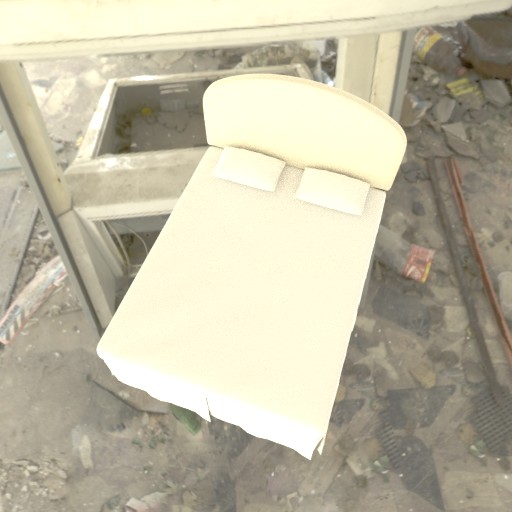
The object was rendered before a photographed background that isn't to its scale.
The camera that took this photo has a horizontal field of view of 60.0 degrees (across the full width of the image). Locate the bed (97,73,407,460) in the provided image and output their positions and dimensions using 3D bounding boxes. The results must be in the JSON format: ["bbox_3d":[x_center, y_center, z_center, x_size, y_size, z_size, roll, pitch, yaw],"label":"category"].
[{"bbox_3d":[0.000,0.000,3.027,1.607,1.410,2.005,17,60,10],"label":"bed"}]
